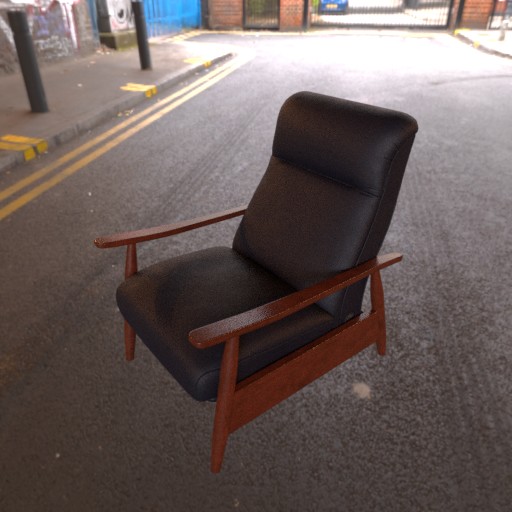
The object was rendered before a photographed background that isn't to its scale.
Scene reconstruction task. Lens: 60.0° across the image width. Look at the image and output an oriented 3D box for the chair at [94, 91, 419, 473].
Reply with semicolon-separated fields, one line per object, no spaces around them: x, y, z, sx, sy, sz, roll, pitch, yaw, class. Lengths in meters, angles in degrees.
0.000;0.000;1.772;1.014;1.082;0.762;-22;38;-32;chair
